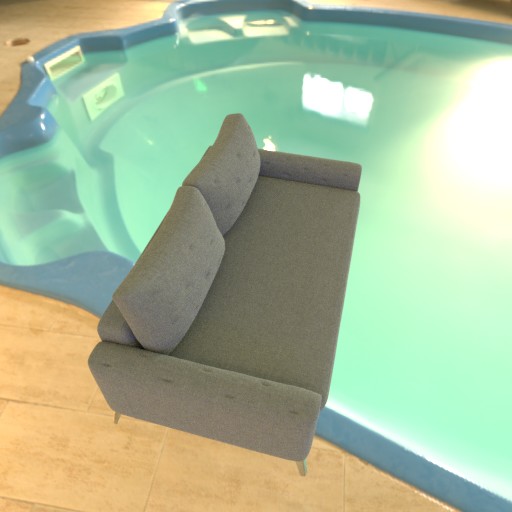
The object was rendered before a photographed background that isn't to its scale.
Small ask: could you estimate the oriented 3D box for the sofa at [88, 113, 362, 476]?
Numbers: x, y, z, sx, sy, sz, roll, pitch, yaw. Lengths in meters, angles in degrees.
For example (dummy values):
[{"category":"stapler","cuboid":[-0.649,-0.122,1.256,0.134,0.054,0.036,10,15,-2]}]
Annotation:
[{"category":"sofa","cuboid":[0.000,0.000,2.194,0.920,0.790,1.650,11,47,10]}]
